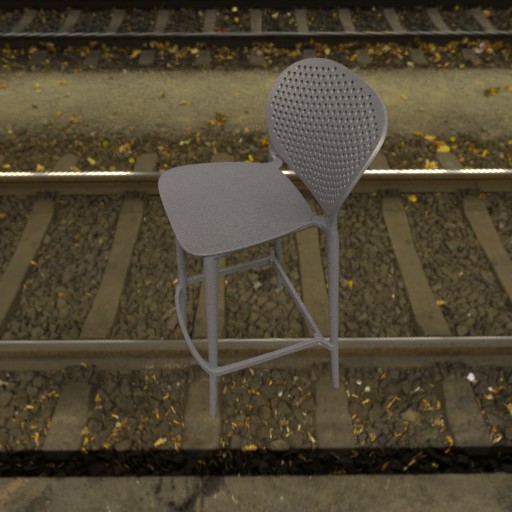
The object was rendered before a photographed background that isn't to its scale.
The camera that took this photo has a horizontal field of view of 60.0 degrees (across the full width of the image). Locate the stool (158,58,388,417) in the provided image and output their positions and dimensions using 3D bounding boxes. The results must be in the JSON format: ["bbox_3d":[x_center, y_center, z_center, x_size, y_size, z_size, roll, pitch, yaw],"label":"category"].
[{"bbox_3d":[0.000,0.000,1.368,0.535,1.045,0.536,-16,48,-15],"label":"stool"}]
